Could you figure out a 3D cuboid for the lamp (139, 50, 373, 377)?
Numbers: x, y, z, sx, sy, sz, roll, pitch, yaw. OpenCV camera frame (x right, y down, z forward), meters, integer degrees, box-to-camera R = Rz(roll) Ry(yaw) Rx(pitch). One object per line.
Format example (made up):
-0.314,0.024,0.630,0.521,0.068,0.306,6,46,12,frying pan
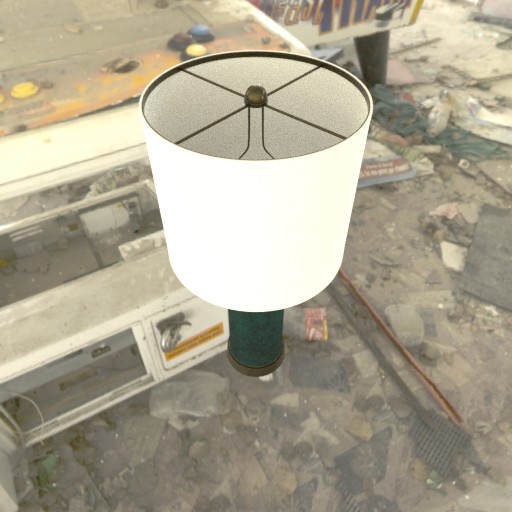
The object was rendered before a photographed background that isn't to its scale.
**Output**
0.000,0.000,0.795,0.301,0.630,0.301,-2,46,-2,lamp
